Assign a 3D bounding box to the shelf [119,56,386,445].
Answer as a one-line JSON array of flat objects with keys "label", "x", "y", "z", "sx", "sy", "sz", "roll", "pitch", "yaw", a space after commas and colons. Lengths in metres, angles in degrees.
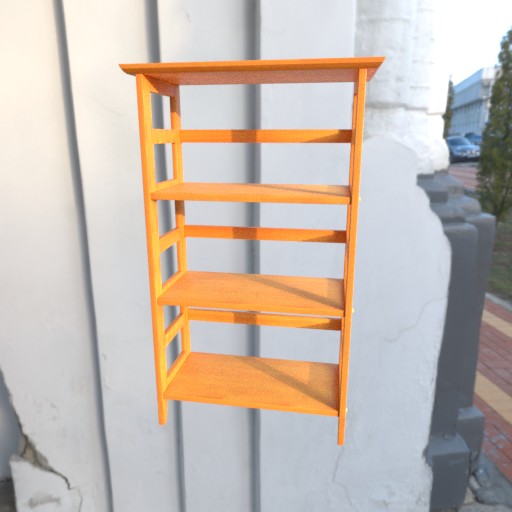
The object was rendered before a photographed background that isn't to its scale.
[{"label": "shelf", "x": 0.000, "y": 0.000, "z": 1.362, "sx": 0.660, "sy": 1.067, "sz": 0.305, "roll": 3, "pitch": 16, "yaw": 9}]
